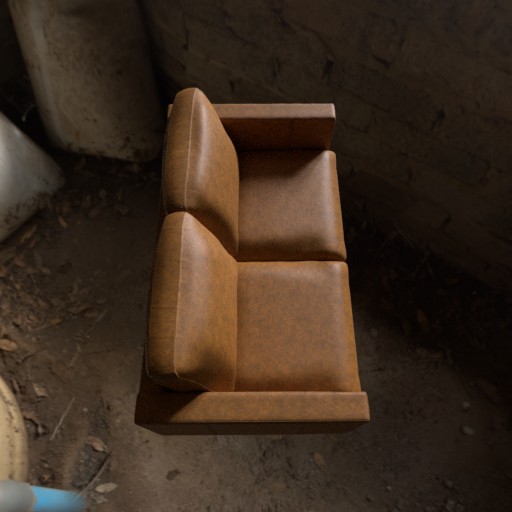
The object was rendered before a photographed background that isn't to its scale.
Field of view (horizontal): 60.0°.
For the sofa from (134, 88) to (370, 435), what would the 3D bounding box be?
[{"bbox_3d":[0.000,0.000,2.161,0.909,0.951,1.578,0,64,0],"label":"sofa"}]
